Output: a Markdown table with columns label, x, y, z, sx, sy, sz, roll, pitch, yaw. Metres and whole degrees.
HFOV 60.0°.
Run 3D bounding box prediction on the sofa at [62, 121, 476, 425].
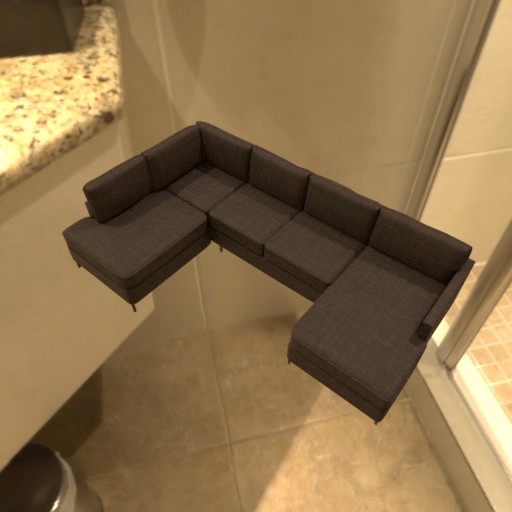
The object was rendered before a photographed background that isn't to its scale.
| label | x | y | z | sx | sy | sz | roll | pitch | yaw |
| --- | --- | --- | --- | --- | --- | --- | --- | --- | --- |
| sofa | 0.000 | 0.000 | 4.262 | 3.423 | 0.999 | 2.048 | 31 | 54 | 26 |
